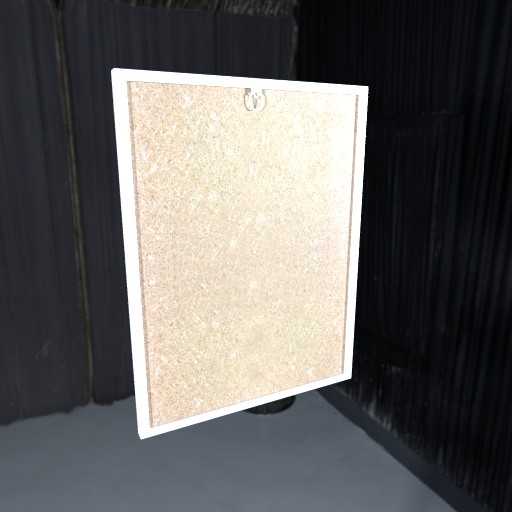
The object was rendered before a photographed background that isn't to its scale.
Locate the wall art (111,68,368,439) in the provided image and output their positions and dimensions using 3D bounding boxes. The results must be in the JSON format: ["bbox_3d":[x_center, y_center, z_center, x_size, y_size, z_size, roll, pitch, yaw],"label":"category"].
[{"bbox_3d":[0.000,0.000,1.415,0.805,1.056,0.042,-7,16,-26],"label":"wall art"}]
